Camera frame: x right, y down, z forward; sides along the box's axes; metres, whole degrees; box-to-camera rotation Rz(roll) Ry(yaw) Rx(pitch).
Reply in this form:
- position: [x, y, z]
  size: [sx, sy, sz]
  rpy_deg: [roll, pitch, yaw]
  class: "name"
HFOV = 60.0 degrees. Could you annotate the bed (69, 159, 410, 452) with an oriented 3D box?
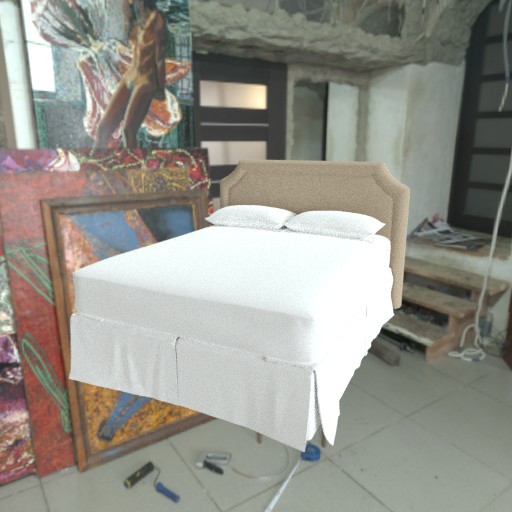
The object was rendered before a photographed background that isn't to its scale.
- position: [0.000, 0.000, 3.271]
  size: [1.828, 1.301, 2.204]
  rpy_deg: [7, 16, 26]
  class: "bed"
